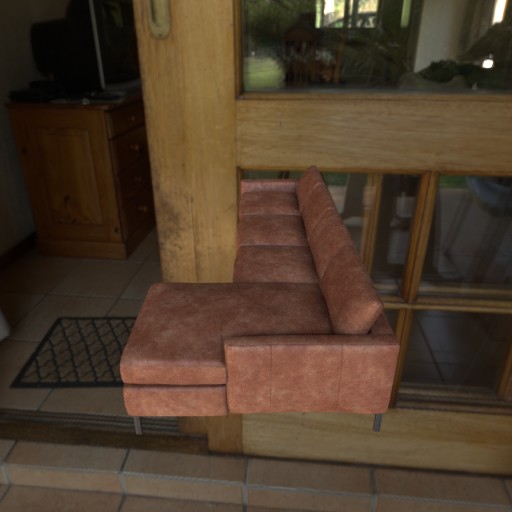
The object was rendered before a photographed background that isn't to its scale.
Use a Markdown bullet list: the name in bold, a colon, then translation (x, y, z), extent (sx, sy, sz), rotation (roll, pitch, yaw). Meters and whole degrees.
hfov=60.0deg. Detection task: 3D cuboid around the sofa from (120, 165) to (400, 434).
- **sofa**: translation (0.000, 0.000, 3.675), extent (1.471, 0.859, 2.993), rotation (0, 26, 0)
